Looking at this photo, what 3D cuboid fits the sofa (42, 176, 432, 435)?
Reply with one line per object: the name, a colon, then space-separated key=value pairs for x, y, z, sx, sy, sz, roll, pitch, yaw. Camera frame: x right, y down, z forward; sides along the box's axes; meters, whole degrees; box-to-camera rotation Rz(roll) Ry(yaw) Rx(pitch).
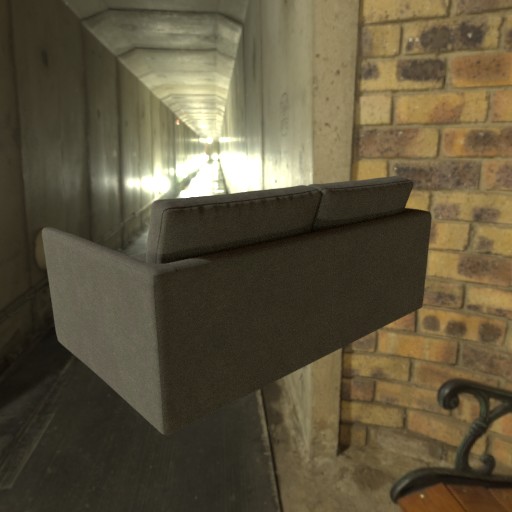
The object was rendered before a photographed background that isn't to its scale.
sofa: x=0.000 y=0.000 z=2.481 sx=1.909 sy=0.845 sz=1.091 roll=-13 pitch=20 yaw=-41
